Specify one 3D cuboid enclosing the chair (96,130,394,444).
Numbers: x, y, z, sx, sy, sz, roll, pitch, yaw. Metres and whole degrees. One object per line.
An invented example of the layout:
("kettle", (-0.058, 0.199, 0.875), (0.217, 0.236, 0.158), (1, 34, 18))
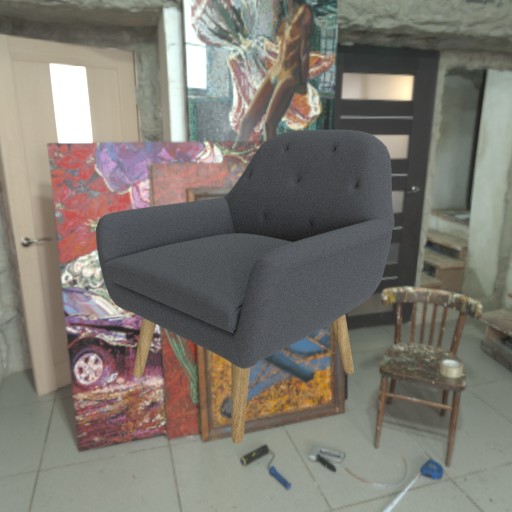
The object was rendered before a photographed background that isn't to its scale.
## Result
("chair", (0.000, 0.000, 1.451), (0.770, 0.800, 0.779), (14, 21, 42))
